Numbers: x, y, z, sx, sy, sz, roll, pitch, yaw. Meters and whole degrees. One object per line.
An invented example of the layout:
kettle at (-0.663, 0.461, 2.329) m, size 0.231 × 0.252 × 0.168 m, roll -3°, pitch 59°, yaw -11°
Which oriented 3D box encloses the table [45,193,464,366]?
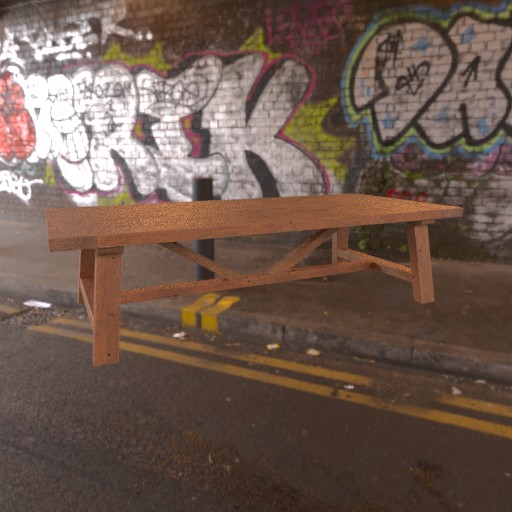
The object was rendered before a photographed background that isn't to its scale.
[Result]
table at (0.000, 0.000, 2.149) m, size 1.800 × 0.465 × 0.820 m, roll -6°, pitch 15°, yaw -25°
